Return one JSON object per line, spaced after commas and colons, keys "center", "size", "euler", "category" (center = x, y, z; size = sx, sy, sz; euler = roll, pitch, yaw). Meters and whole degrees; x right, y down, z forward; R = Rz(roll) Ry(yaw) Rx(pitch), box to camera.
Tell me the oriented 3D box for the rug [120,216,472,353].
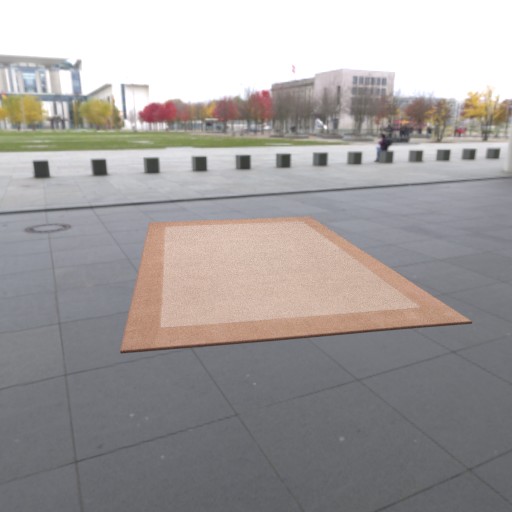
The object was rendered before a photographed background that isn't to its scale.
{"center": [0.000, 0.000, 3.001], "size": [1.524, 0.014, 2.438], "euler": [-3, 17, -10], "category": "rug"}
